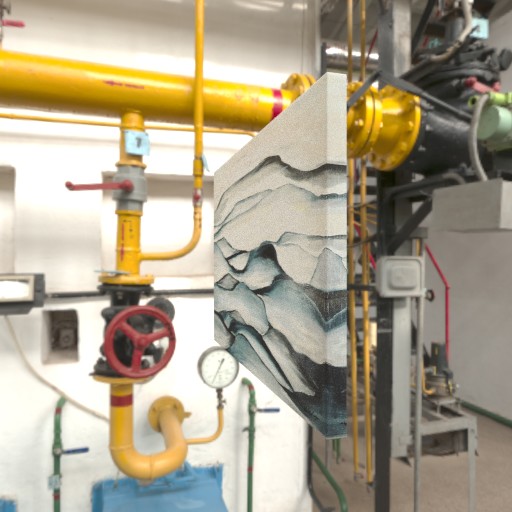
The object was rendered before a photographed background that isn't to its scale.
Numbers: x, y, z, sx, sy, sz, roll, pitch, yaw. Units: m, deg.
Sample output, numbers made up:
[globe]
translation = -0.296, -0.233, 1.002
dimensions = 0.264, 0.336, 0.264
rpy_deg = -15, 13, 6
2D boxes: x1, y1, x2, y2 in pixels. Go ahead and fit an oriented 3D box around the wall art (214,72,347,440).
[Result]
[wall art]
translation = 0.000, 0.000, 1.173
dimensions = 0.039, 0.609, 0.914
rpy_deg = 0, 0, -17
